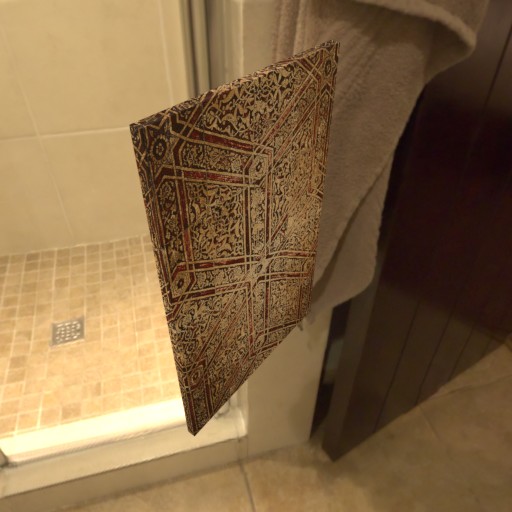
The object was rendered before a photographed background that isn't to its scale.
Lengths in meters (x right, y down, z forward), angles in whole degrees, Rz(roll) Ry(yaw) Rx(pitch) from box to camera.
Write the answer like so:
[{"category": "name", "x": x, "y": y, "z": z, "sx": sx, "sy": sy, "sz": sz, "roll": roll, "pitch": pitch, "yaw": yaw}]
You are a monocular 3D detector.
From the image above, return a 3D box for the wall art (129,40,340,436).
[{"category": "wall art", "x": 0.000, "y": 0.000, "z": 0.753, "sx": 0.020, "sy": 0.599, "sz": 0.397, "roll": 26, "pitch": 47, "yaw": 28}]
